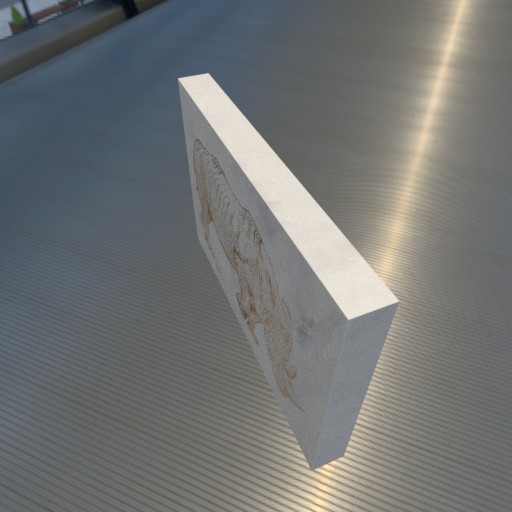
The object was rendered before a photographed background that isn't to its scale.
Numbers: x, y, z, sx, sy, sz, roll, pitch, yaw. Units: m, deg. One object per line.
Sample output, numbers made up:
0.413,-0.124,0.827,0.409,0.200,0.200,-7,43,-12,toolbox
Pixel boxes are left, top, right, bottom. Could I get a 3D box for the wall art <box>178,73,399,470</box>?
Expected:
0.000,0.000,0.491,0.038,0.254,0.381,-17,47,-16,wall art
